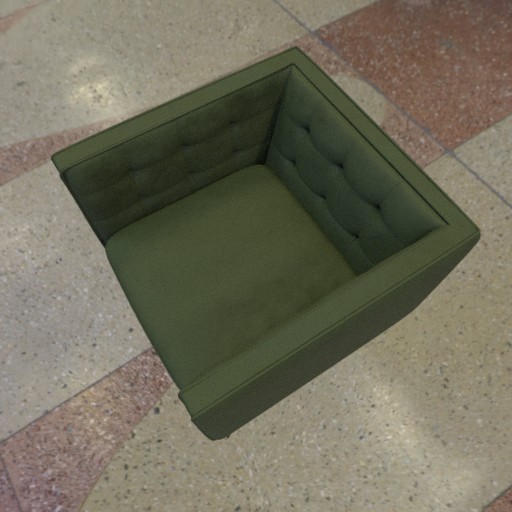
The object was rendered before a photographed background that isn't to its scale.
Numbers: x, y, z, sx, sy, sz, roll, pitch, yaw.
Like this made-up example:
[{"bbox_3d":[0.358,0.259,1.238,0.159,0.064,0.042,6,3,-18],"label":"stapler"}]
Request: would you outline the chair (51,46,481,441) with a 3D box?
[{"bbox_3d":[0.000,0.000,1.544,0.894,0.790,0.880,-30,67,-14],"label":"chair"}]
